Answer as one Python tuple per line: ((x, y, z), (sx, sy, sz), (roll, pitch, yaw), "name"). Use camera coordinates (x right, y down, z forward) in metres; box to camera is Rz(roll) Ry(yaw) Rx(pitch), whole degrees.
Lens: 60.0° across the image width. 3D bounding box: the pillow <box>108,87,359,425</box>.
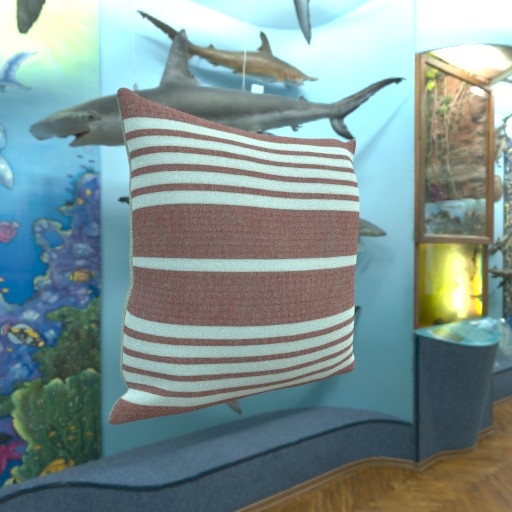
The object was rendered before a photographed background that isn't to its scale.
((0.000, 0.000, 0.674), (0.439, 0.427, 0.182), (0, 1, -35), "pillow")
